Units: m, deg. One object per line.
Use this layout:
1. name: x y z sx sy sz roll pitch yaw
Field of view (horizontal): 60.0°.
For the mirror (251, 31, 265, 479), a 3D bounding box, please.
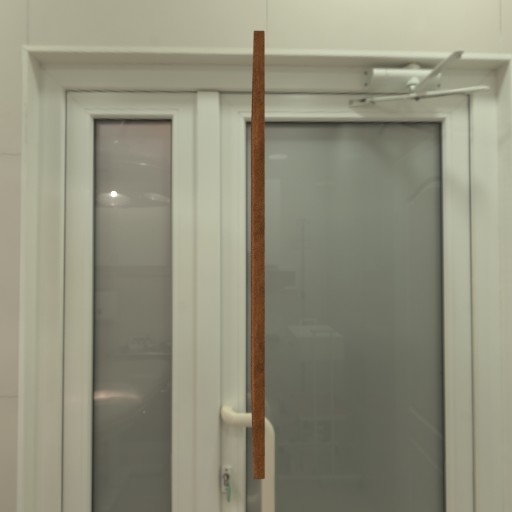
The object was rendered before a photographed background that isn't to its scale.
1. mirror: 0.000 0.000 1.481 0.028 1.099 0.796 0 -1 -1
